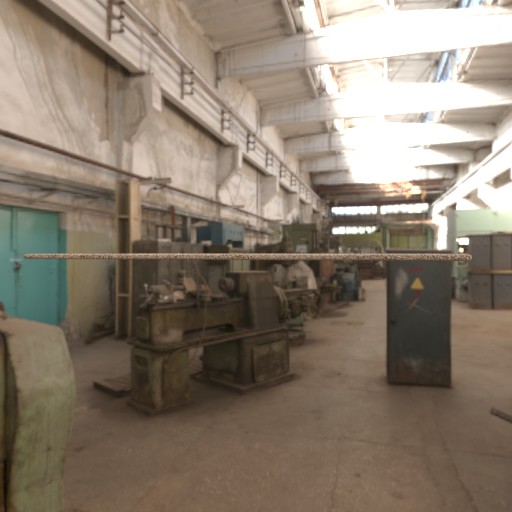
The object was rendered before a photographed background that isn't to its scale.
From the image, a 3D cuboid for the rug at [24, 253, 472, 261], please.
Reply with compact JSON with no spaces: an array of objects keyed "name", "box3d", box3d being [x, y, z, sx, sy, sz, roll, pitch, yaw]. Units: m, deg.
[{"name":"rug","box3d":[0.000,0.000,3.002,2.438,0.030,1.524,0,0,17]}]
